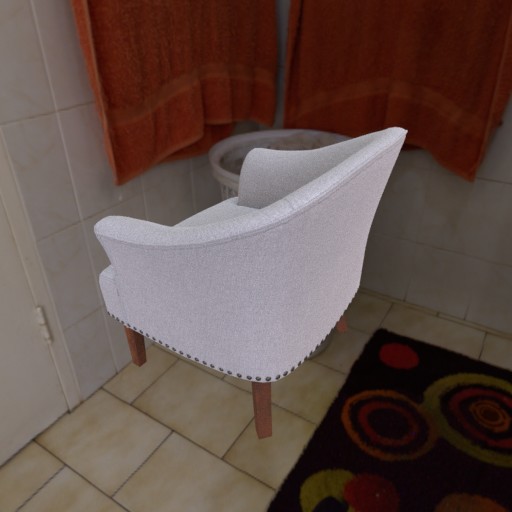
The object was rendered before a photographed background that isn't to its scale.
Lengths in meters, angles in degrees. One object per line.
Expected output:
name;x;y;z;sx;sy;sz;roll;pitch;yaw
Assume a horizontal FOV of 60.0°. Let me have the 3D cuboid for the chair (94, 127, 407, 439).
chair;0.000;0.000;1.400;0.704;0.815;0.798;19;36;29
